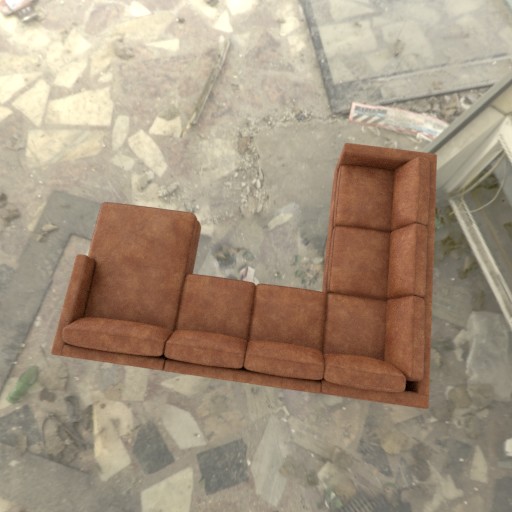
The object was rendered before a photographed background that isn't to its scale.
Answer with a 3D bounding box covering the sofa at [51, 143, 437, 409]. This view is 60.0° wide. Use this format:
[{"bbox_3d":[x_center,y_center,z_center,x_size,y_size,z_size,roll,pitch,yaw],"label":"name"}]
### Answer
[{"bbox_3d":[0.000,0.000,4.450,3.324,0.888,2.452,8,74,2],"label":"sofa"}]
